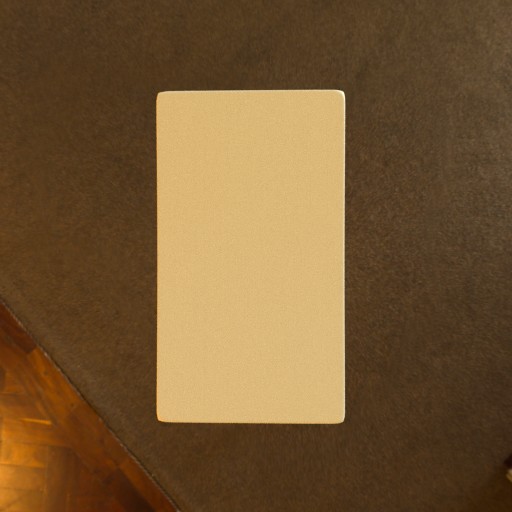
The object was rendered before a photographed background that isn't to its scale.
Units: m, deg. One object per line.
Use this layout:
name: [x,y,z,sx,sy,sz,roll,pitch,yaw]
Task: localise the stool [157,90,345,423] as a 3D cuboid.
stool: [0.000,0.000,0.843,0.322,0.610,0.406,0,90,1]
